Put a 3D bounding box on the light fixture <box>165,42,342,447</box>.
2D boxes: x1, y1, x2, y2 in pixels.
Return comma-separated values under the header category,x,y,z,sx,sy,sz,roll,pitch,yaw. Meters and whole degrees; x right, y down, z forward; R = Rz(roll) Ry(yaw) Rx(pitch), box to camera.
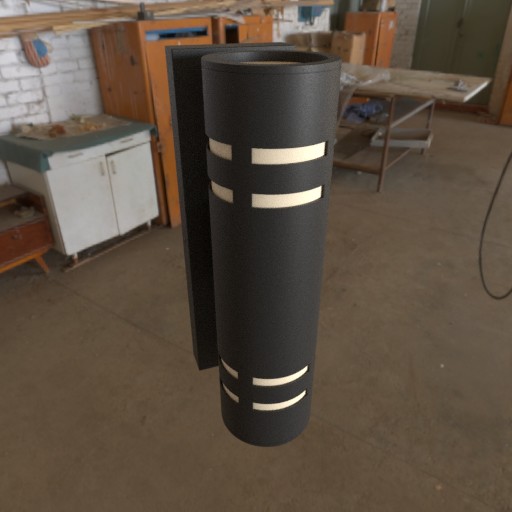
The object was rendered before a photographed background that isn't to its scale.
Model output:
category,x,y,z,sx,sy,sz,roll,pitch,yaw
light fixture,0.000,0.000,0.394,0.105,0.330,0.149,-10,32,-17
